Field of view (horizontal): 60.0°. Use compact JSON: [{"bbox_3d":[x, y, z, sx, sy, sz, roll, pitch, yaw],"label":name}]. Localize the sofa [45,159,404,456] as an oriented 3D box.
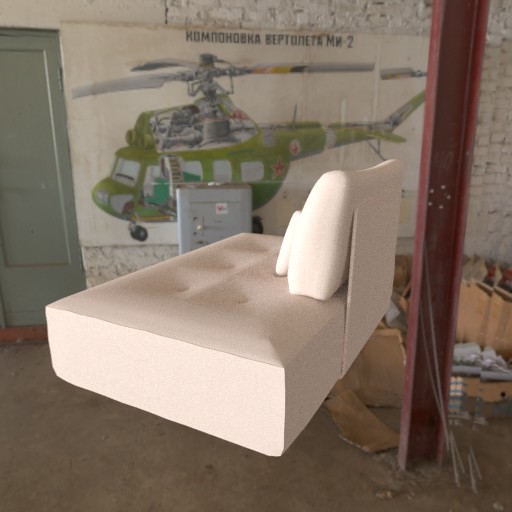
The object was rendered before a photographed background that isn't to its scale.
[{"bbox_3d":[0.000,0.000,2.000,1.000,0.820,1.450,8,17,27],"label":"sofa"}]
